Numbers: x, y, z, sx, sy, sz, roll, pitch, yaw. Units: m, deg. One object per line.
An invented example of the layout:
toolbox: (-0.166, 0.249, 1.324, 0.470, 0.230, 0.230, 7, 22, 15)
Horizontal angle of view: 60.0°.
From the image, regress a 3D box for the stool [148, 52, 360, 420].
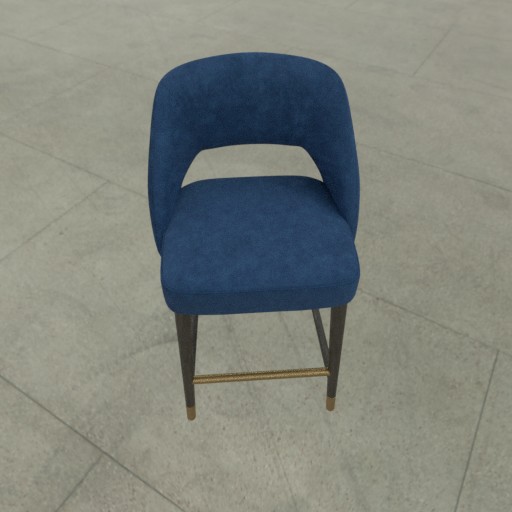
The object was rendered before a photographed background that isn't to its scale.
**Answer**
stool: (0.000, 0.000, 1.243, 0.536, 0.925, 0.524, -3, 47, -3)
